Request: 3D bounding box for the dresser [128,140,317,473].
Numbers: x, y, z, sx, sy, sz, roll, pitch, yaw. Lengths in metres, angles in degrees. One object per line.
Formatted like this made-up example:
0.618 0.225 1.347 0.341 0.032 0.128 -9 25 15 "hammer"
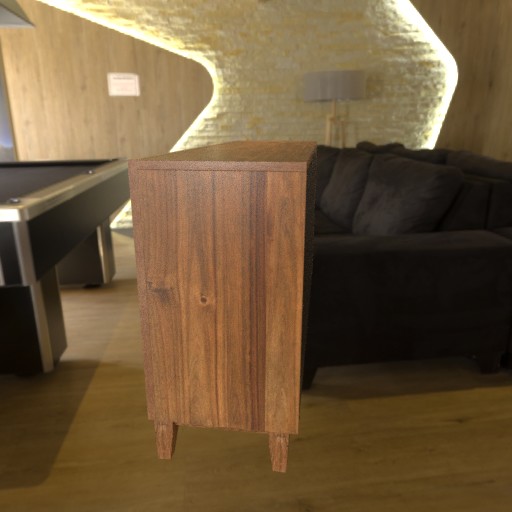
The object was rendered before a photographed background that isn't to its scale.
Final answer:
0.000 0.000 1.824 0.446 0.873 1.400 2 17 8 "dresser"
